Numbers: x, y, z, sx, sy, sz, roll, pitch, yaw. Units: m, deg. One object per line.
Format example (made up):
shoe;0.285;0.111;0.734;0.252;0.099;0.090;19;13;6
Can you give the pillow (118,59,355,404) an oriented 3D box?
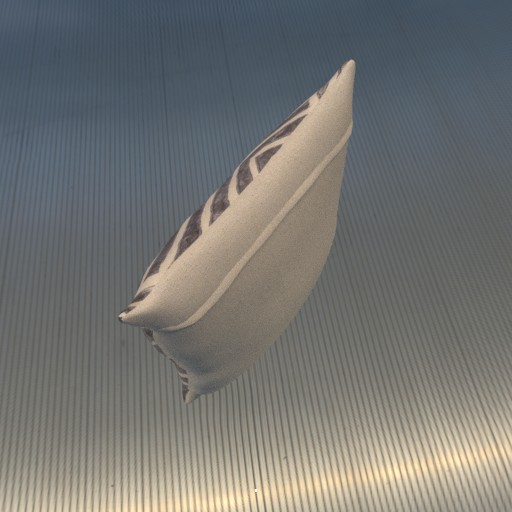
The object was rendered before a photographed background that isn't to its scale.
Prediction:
pillow;0.000;0.000;0.678;0.182;0.441;0.440;33;67;16
